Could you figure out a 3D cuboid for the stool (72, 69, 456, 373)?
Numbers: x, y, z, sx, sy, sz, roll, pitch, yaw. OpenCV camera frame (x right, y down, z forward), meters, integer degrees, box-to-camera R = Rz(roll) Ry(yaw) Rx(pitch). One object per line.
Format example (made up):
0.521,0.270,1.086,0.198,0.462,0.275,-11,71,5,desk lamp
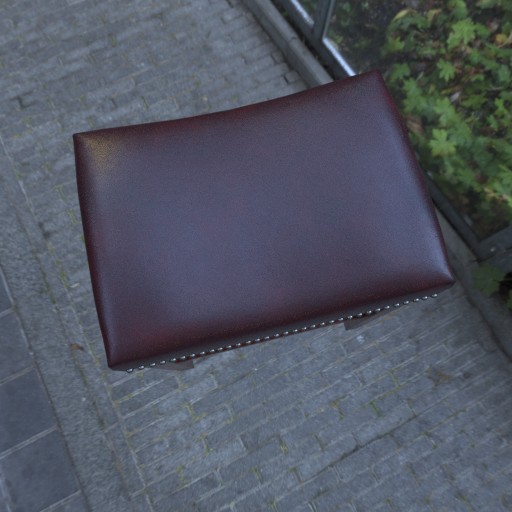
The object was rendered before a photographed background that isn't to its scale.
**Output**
0.000,0.000,0.934,0.504,0.657,0.372,-13,76,-3,stool
